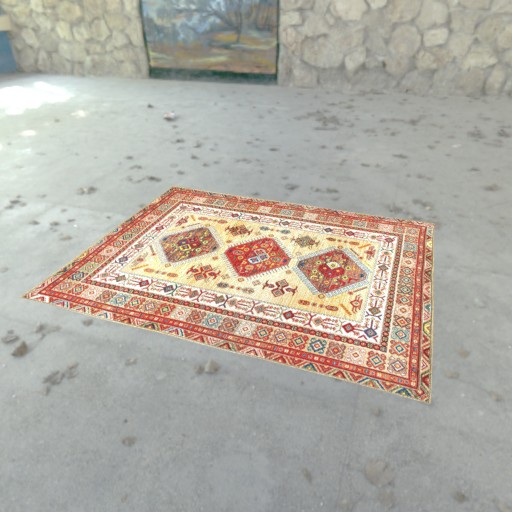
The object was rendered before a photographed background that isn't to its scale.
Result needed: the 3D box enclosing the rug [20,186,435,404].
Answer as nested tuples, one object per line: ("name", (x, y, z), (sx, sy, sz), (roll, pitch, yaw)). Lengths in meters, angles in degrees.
("rug", (0.000, 0.000, 4.033), (3.067, 0.005, 2.460), (11, 33, 17))
